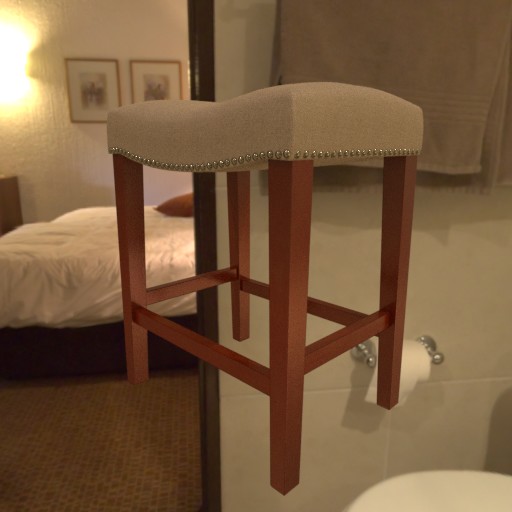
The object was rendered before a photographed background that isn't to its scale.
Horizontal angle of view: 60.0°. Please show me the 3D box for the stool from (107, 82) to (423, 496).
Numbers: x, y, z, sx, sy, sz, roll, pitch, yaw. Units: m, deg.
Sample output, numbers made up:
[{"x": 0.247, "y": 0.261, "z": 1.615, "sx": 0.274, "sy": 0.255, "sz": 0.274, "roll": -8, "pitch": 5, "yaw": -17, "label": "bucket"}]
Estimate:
[{"x": 0.000, "y": 0.000, "z": 0.919, "sx": 0.375, "sy": 0.632, "sz": 0.509, "roll": -14, "pitch": 20, "yaw": -43, "label": "stool"}]
